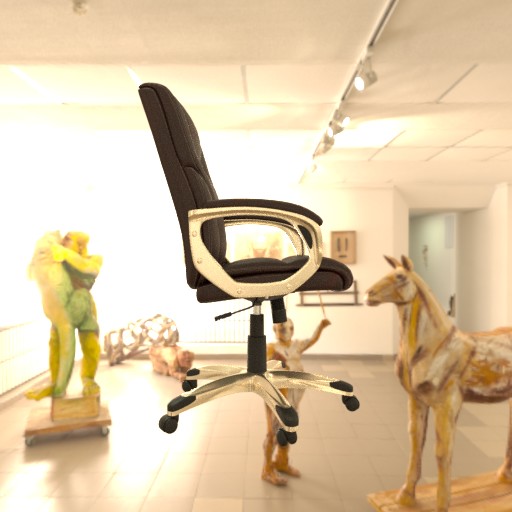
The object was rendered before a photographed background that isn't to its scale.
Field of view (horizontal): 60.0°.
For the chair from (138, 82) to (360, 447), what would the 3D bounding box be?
[{"bbox_3d":[0.000,0.000,1.595,0.739,1.107,0.662,0,1,1],"label":"chair"}]
